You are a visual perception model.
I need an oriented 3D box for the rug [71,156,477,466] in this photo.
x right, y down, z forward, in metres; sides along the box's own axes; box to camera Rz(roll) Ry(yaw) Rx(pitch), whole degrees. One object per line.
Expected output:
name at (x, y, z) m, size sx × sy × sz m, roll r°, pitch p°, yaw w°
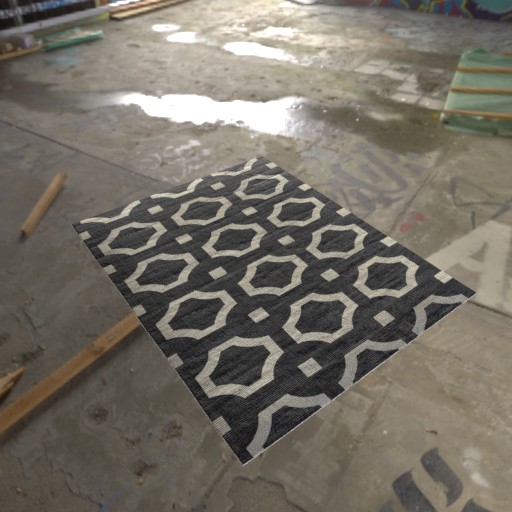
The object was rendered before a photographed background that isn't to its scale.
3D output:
rug at (0.000, 0.000, 4.169) m, size 2.466 × 0.021 × 3.049 m, roll -26°, pitch 47°, yaw -27°
